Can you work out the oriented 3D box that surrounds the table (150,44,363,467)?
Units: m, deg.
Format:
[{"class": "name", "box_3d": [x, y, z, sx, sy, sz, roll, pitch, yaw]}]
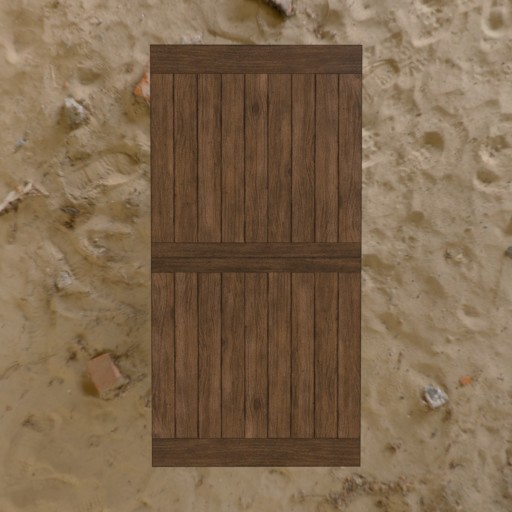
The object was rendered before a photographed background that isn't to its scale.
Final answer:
[{"class": "table", "box_3d": [0.000, 0.000, 2.338, 0.931, 0.757, 1.867, 0, 91, 0]}]
